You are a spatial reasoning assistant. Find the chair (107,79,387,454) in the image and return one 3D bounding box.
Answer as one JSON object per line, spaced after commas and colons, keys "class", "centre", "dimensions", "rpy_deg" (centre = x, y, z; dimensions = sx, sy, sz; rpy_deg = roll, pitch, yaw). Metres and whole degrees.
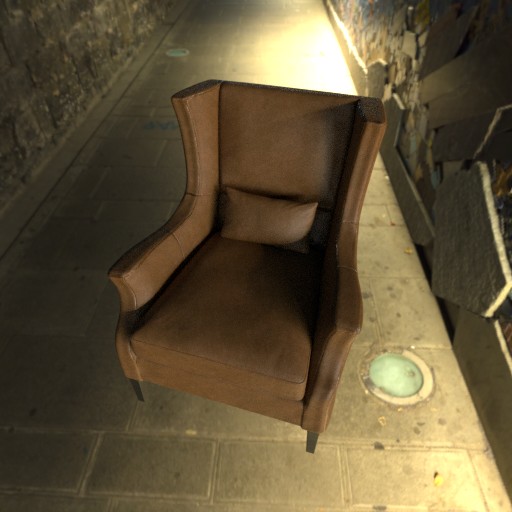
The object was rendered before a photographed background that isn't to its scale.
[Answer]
{"class": "chair", "centre": [0.000, 0.000, 1.680], "dimensions": [0.852, 1.016, 0.925], "rpy_deg": [12, 42, 13]}
